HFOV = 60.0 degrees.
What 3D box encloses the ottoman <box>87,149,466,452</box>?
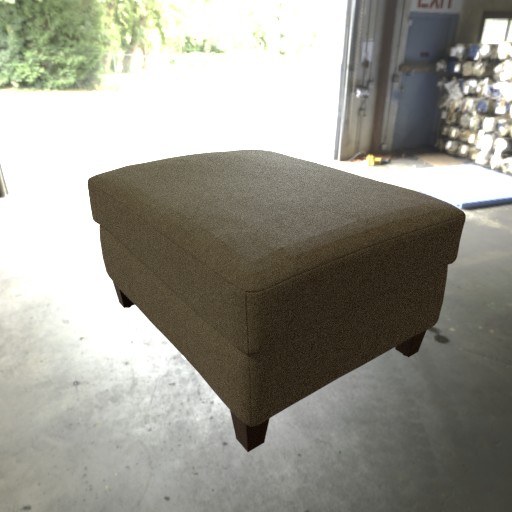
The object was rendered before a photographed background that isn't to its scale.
[{"bbox_3d":[0.000,0.000,1.312,0.692,0.511,0.889,-17,30,-32],"label":"ottoman"}]
